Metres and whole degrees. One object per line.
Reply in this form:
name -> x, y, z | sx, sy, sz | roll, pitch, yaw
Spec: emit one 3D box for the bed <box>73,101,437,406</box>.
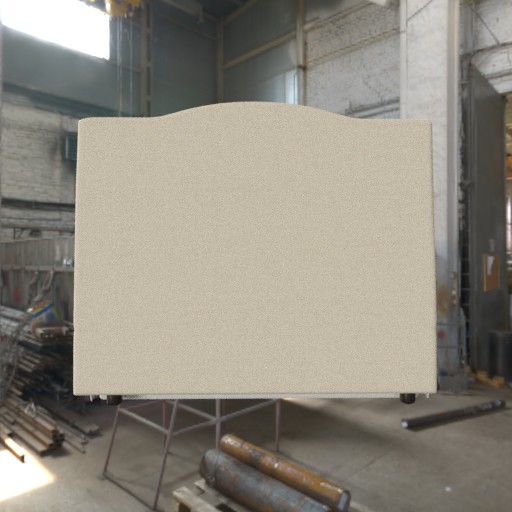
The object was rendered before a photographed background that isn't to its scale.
bed -> 0.000, 0.000, 3.162 | 1.741, 1.449, 2.196 | 0, 0, -1
